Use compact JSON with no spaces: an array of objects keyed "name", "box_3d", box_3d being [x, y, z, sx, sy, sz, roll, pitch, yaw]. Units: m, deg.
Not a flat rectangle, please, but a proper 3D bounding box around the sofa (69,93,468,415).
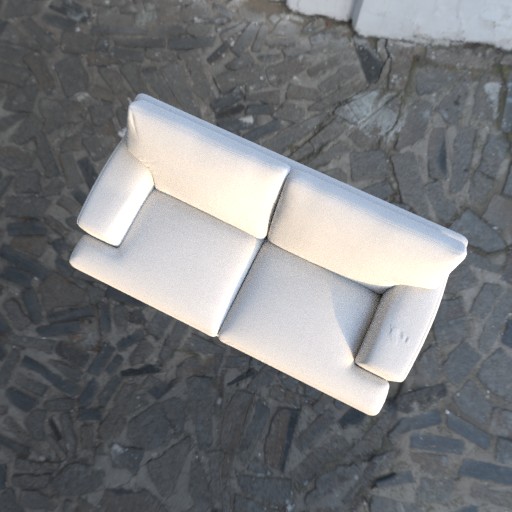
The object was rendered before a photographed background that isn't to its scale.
[{"name":"sofa","box_3d":[0.000,0.000,2.817,2.261,0.940,1.143,25,78,6]}]
